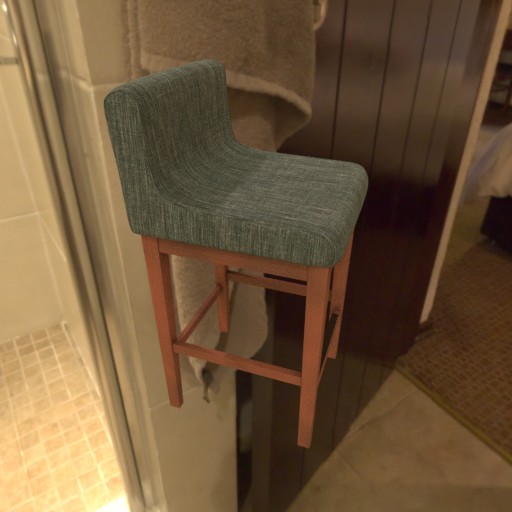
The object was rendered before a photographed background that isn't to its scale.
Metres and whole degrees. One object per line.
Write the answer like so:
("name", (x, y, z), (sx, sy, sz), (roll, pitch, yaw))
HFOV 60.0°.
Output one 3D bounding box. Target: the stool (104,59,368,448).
("stool", (0.000, 0.000, 1.085), (0.459, 0.835, 0.395), (11, 33, 17))
